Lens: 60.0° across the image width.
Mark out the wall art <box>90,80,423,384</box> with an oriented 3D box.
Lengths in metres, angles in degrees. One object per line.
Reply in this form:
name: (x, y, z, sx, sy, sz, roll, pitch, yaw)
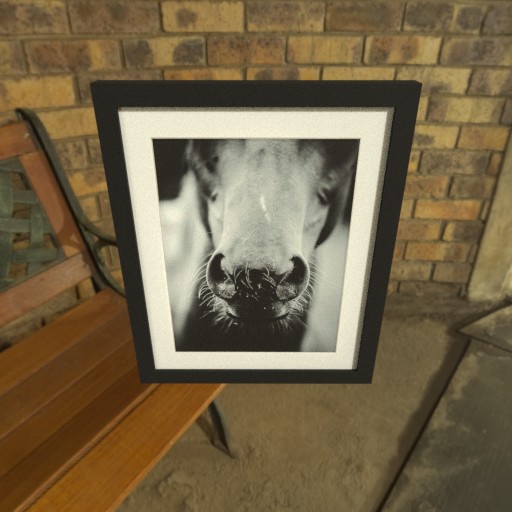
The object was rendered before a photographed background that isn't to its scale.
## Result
wall art: (0.000, 0.000, 0.757, 0.457, 0.559, 0.033, 0, 29, 0)
